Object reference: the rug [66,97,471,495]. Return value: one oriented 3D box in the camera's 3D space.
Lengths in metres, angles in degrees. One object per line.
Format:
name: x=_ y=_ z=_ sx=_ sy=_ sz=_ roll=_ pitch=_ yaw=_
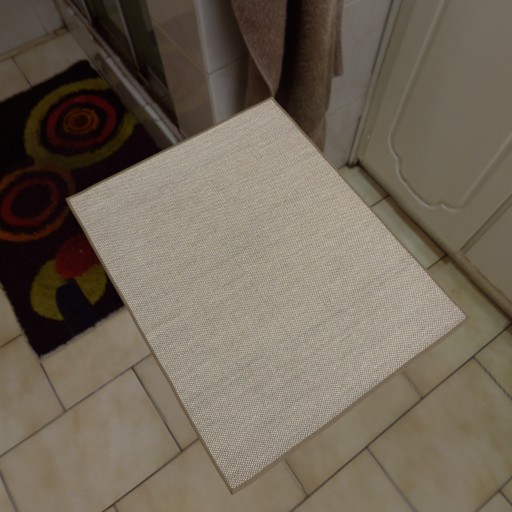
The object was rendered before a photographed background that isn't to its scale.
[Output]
rug: x=0.000 y=0.000 z=4.016 sx=2.413 sy=0.020 sz=3.041 roll=-31 pitch=69 yaw=-14
